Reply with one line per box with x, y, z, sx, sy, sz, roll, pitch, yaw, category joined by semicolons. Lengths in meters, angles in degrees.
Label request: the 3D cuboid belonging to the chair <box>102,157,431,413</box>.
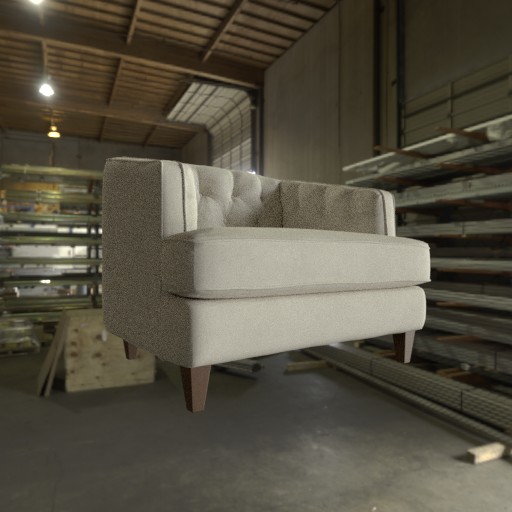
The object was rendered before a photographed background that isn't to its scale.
0.000;0.000;1.786;1.104;0.852;0.941;0;0;-36;chair
